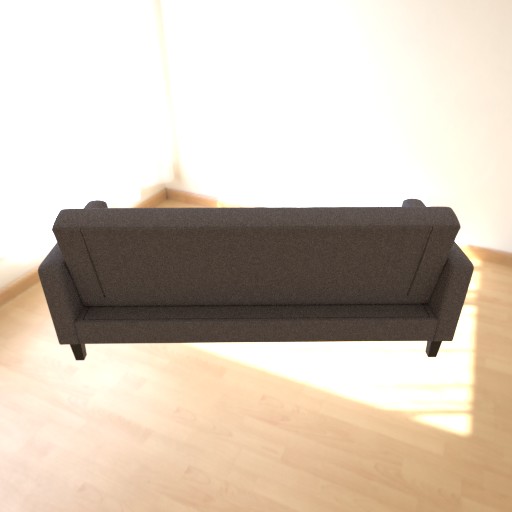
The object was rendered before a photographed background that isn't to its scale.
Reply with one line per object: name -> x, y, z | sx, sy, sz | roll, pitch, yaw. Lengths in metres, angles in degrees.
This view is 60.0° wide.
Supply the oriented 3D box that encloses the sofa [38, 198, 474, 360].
sofa -> 0.000, 0.000, 2.457 | 2.040, 0.850, 0.810 | 0, 31, -1
